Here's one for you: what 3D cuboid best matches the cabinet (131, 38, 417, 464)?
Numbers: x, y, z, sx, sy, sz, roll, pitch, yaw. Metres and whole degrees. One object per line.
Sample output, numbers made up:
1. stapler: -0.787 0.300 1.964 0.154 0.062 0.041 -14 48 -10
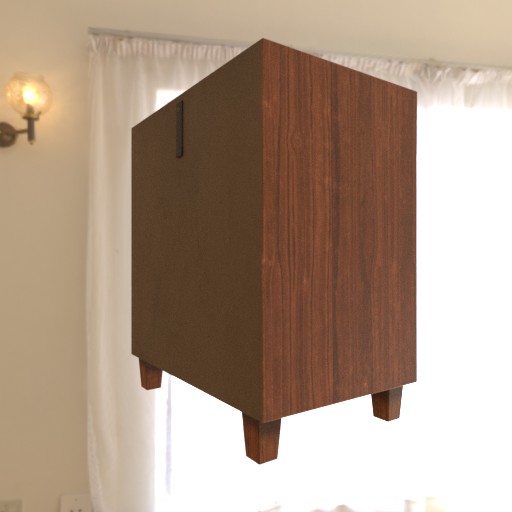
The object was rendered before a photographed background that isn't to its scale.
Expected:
1. cabinet: 0.000 0.000 1.066 0.410 0.695 0.607 0 0 -35
